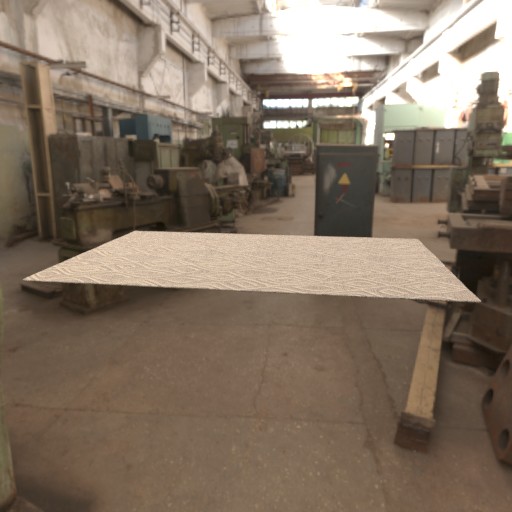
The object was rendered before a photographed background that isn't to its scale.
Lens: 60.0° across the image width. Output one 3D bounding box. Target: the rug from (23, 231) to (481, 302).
[{"bbox_3d":[0.000,0.000,3.053,2.442,0.010,1.546,2,14,8],"label":"rug"}]
